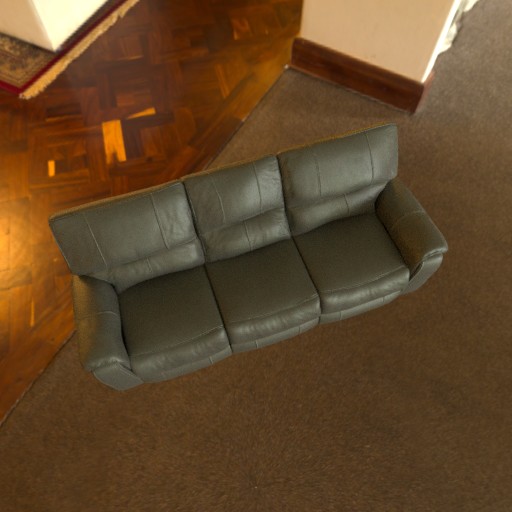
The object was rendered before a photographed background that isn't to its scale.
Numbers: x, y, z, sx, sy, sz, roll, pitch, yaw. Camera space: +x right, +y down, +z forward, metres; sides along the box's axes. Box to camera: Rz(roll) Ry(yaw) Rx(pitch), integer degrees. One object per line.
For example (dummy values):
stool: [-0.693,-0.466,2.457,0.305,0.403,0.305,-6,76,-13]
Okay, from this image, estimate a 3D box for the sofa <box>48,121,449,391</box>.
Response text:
sofa: [0.000,0.000,3.263,2.627,1.134,1.104,-17,64,-9]
